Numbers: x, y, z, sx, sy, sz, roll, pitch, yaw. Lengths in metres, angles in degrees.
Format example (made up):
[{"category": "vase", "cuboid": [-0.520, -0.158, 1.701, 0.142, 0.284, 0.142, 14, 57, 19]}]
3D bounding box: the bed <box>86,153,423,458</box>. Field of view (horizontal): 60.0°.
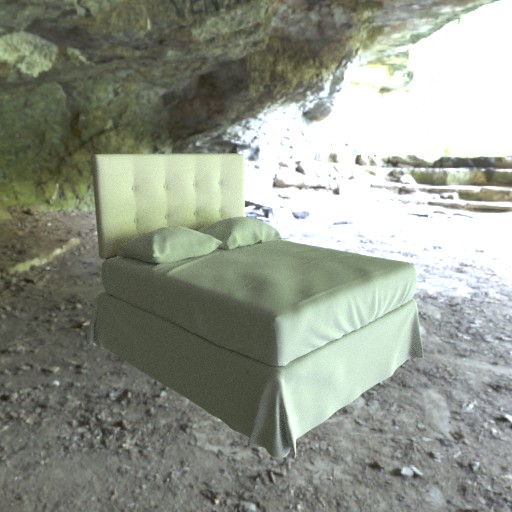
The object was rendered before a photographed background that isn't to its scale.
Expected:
[{"category": "bed", "cuboid": [0.000, 0.000, 3.519, 2.222, 1.577, 1.936, 13, 18, 43]}]
